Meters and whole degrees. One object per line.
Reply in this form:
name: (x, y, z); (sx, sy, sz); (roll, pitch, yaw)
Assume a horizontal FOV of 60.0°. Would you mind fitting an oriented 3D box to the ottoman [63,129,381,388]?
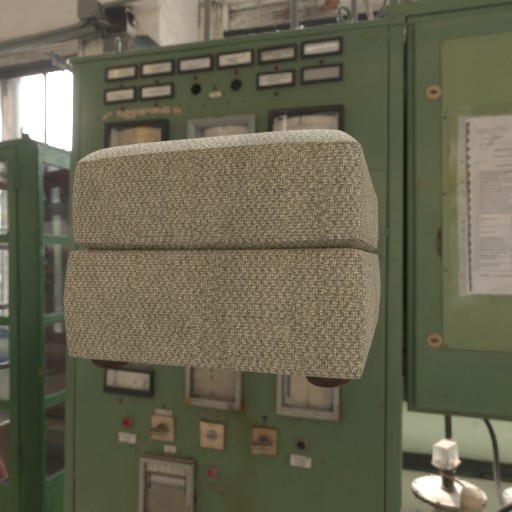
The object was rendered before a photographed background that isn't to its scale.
ottoman: (0.000, 0.000, 1.152); (0.603, 0.476, 0.751); (0, 0, 17)
